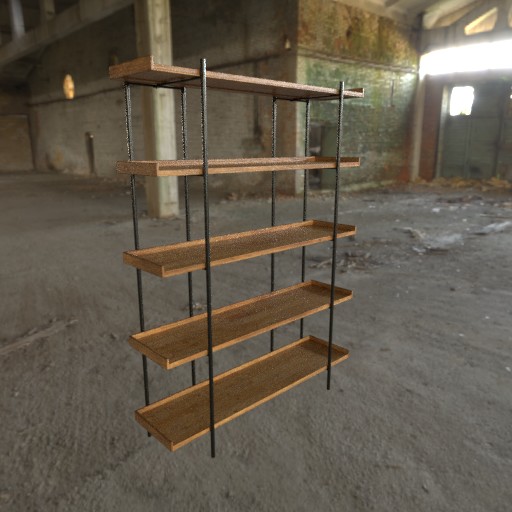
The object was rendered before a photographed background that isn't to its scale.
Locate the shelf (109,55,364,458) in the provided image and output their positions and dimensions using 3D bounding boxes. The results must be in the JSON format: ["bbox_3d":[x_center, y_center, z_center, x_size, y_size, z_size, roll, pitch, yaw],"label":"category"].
[{"bbox_3d":[0.000,0.000,2.405,1.371,1.826,0.379,-13,19,-42],"label":"shelf"}]
